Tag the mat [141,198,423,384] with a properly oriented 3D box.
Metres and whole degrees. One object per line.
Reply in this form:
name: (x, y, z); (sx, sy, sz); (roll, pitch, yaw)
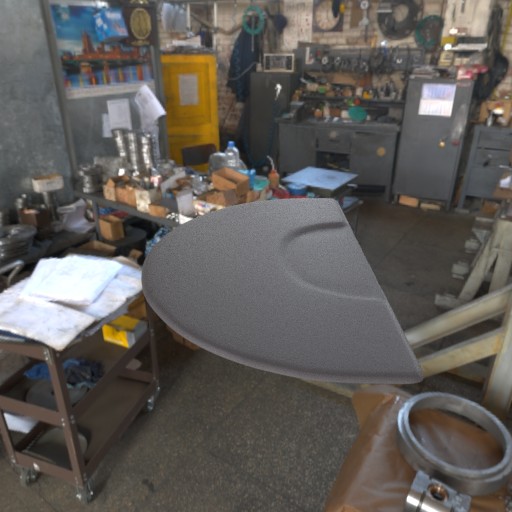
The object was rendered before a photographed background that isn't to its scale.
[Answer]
mat: (0.000, 0.000, 1.849); (0.917, 0.022, 1.525); (0, 26, 0)
